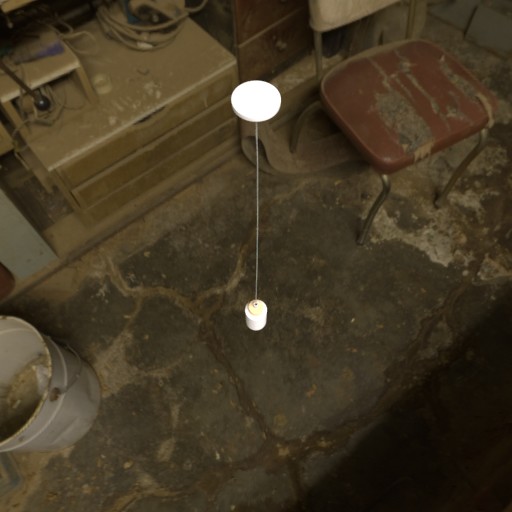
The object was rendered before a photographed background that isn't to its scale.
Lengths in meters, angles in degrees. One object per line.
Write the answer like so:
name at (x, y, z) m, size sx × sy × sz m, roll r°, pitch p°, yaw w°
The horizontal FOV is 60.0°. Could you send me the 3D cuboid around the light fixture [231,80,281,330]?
light fixture at (0.000, 0.000, 1.921) m, size 0.125 × 1.798 × 0.125 m, roll -35°, pitch 69°, yaw -16°
